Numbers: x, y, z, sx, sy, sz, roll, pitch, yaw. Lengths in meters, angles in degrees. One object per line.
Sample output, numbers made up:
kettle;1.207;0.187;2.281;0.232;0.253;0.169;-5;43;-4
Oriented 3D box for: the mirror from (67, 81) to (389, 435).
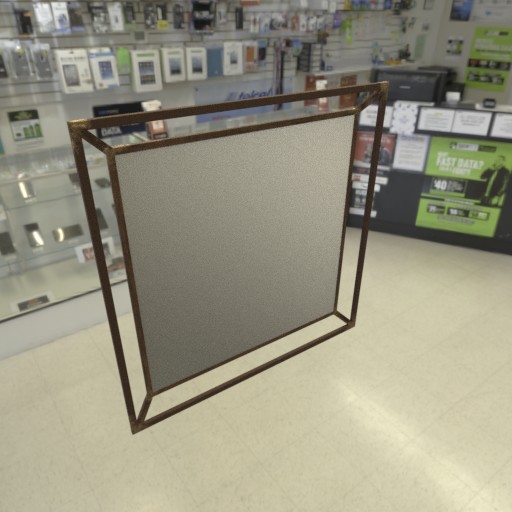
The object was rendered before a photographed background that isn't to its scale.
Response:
mirror;0.000;0.000;0.888;0.610;0.610;0.032;-18;35;-29
